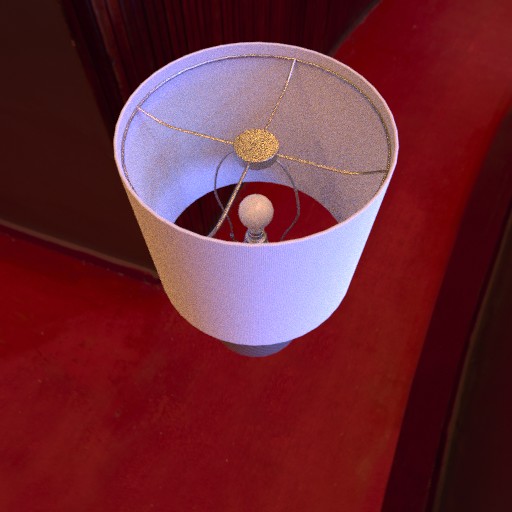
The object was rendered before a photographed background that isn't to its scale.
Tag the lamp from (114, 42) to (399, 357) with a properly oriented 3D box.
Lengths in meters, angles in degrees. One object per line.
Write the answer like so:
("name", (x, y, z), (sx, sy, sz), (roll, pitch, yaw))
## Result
("lamp", (0.000, 0.000, 0.482), (0.207, 0.366, 0.207), (17, 60, 10))
